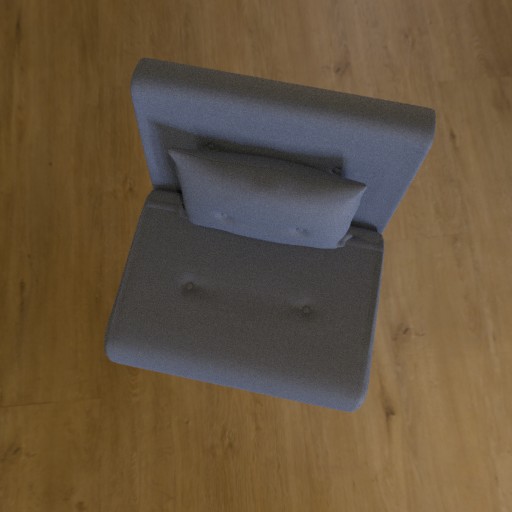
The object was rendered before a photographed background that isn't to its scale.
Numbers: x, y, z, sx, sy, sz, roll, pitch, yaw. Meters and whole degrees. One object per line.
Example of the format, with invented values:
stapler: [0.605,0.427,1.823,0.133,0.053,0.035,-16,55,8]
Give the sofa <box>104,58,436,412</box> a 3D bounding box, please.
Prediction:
sofa: [0.000,0.000,1.698,0.999,0.860,0.996,11,76,3]
